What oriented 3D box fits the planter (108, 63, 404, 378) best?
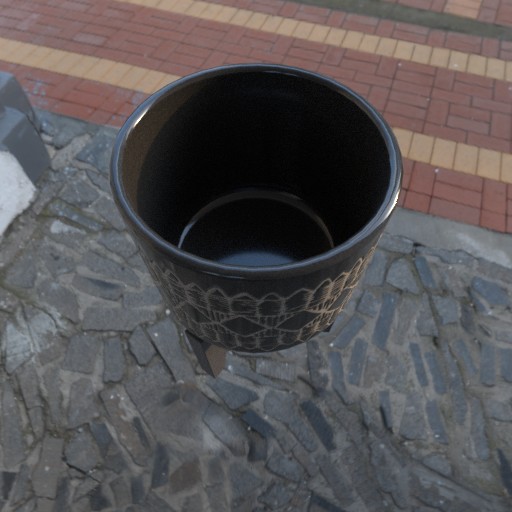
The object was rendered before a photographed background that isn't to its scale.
[{"bbox_3d":[0.000,0.000,0.407,0.196,0.264,0.196,33,63,19],"label":"planter"}]
